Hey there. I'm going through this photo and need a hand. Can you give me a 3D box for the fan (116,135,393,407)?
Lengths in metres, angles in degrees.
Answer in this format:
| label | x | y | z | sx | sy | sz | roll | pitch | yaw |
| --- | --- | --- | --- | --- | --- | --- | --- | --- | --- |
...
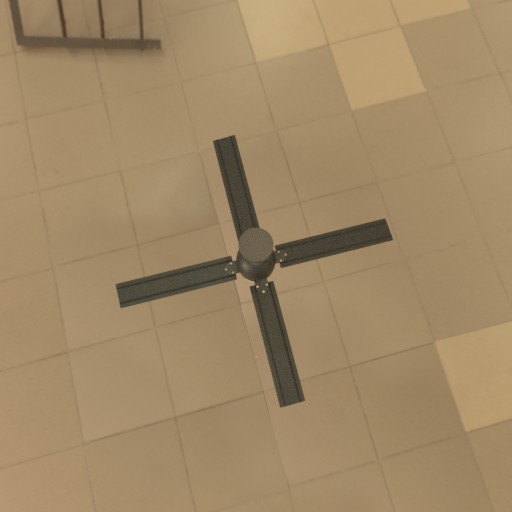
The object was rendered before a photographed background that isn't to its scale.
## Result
| label | x | y | z | sx | sy | sz | roll | pitch | yaw |
| --- | --- | --- | --- | --- | --- | --- | --- | --- | --- |
| fan | 0.000 | 0.000 | 1.961 | 1.319 | 0.410 | 1.319 | -15 | 78 | -3 |
